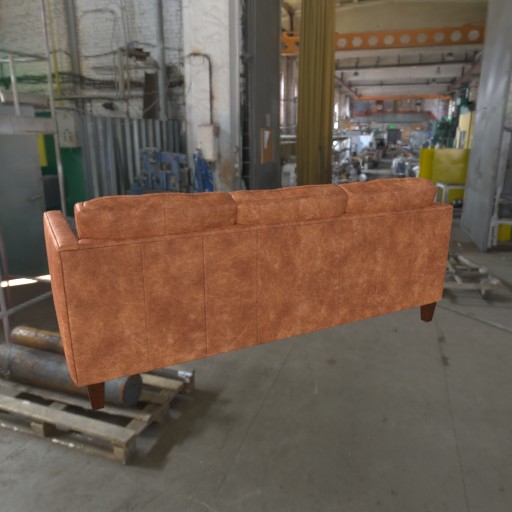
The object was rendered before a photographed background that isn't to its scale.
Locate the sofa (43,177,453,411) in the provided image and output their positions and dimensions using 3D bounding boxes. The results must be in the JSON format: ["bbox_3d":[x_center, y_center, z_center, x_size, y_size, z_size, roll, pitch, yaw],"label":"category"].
[{"bbox_3d":[0.000,0.000,2.923,2.464,1.006,1.045,-8,17,-27],"label":"sofa"}]
